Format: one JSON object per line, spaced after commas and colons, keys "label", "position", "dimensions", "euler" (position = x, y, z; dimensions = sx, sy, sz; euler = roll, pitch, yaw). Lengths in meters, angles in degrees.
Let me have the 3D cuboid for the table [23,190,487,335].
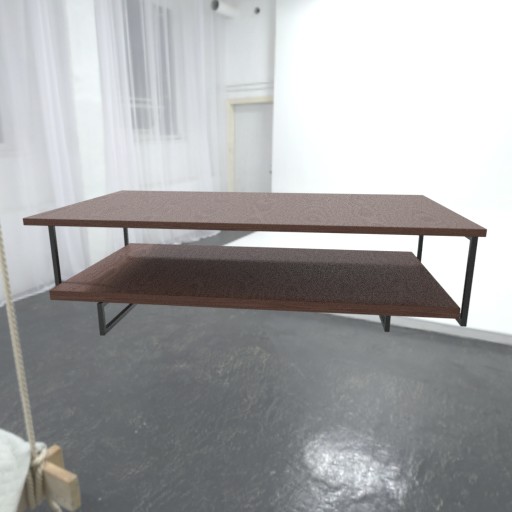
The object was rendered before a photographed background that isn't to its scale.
{"label": "table", "position": [0.000, 0.000, 1.488], "dimensions": [1.197, 0.347, 0.651], "euler": [2, 15, 7]}
